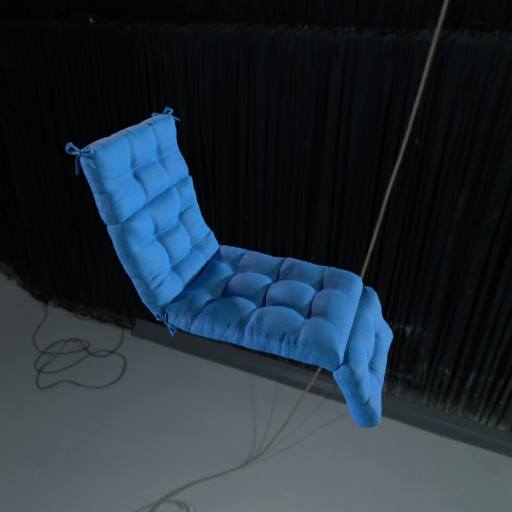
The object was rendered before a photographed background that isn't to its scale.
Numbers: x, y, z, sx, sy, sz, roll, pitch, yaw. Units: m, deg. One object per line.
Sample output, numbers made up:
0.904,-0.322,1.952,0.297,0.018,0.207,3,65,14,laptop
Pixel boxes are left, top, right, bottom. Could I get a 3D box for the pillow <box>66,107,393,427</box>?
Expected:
0.000,0.000,1.558,1.016,0.863,0.526,11,32,17,pillow
